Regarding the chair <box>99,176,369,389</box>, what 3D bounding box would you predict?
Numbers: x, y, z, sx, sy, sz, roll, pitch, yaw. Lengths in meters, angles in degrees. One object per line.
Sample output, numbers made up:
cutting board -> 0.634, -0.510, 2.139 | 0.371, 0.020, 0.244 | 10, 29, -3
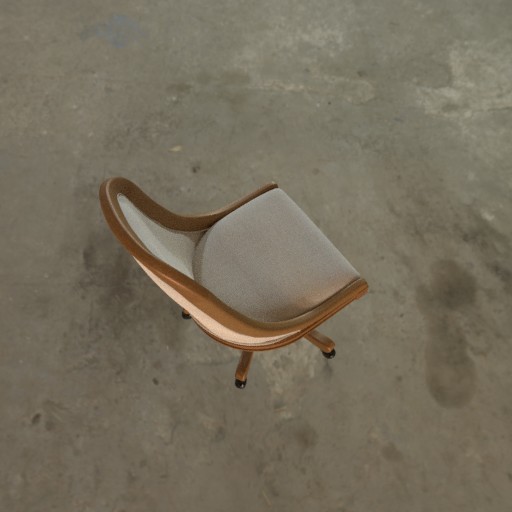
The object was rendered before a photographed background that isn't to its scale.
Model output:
chair -> 0.000, 0.000, 1.558 | 0.811, 1.009, 0.702 | -30, 63, -17
